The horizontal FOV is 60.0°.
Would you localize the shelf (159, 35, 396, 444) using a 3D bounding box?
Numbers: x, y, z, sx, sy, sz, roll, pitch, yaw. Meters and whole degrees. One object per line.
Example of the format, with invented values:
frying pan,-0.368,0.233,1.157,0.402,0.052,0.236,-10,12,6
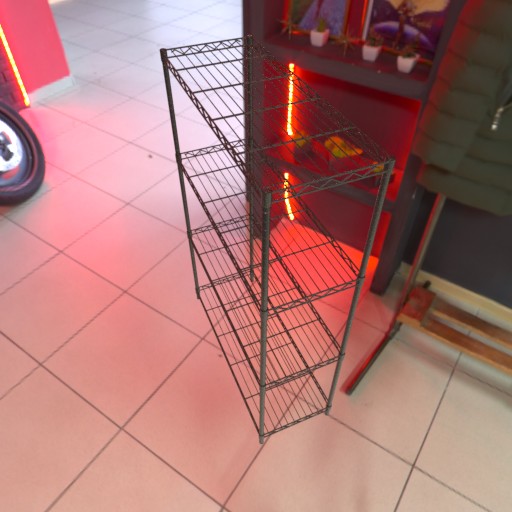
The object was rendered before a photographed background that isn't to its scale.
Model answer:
shelf,0.000,0.000,1.787,0.352,1.361,0.907,-17,48,-16
